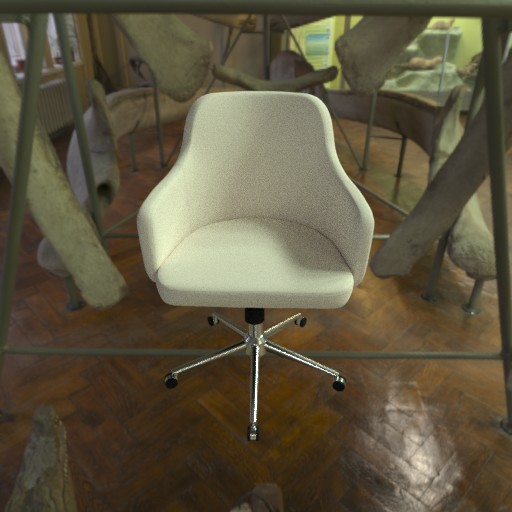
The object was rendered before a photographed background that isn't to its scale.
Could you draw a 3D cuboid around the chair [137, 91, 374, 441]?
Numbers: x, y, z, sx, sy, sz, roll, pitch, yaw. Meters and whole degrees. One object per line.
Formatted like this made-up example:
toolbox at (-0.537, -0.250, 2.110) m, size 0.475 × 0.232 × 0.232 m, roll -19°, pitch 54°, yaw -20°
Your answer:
chair at (0.000, 0.000, 1.295) m, size 0.602 × 0.819 × 0.647 m, roll 1°, pitch 30°, yaw 2°
